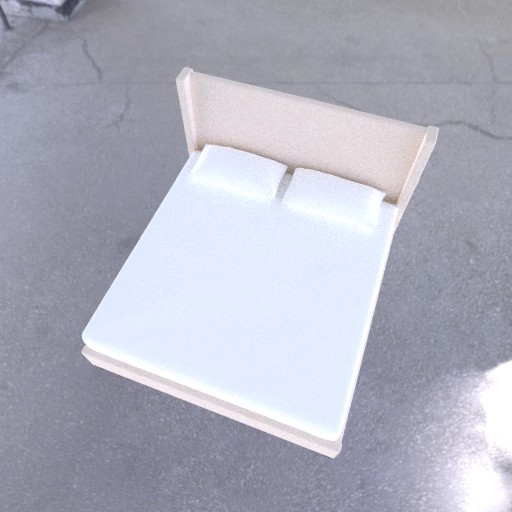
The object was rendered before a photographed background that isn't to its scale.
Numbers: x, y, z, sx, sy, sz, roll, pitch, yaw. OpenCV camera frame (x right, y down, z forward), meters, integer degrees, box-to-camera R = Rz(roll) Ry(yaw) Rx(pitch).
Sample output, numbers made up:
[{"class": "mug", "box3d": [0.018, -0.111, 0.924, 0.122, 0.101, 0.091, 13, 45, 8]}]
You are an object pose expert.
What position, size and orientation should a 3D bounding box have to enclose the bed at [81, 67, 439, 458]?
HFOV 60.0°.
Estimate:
[{"class": "bed", "box3d": [0.000, 0.000, 3.633, 2.145, 1.471, 2.293, 17, 60, 11]}]
